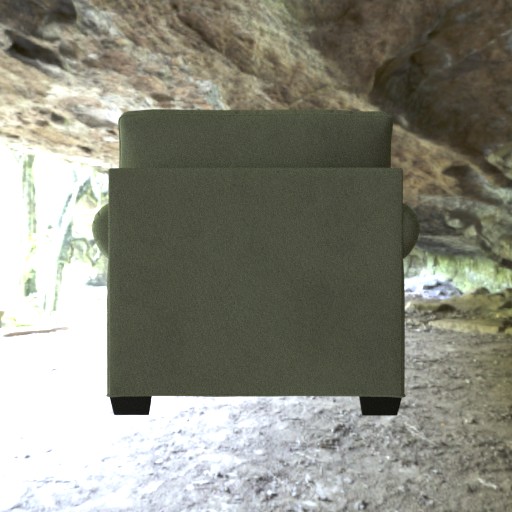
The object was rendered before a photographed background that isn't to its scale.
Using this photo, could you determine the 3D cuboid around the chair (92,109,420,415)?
[{"bbox_3d":[0.000,0.000,1.894,1.147,1.044,0.939,0,0,0],"label":"chair"}]
